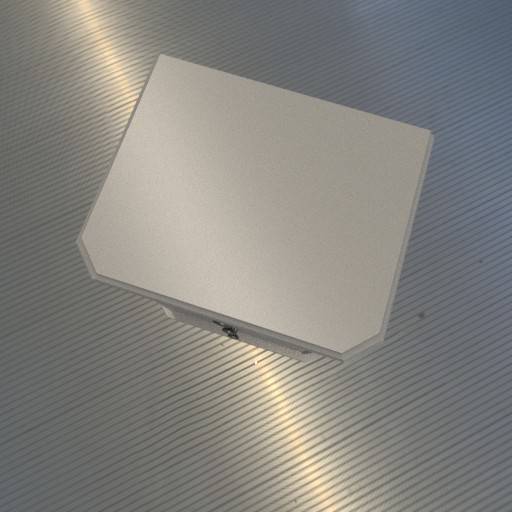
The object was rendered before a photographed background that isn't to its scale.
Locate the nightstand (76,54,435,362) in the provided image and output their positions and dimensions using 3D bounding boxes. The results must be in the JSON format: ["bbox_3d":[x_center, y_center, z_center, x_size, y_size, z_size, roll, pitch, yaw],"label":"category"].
[{"bbox_3d":[0.000,0.000,0.938,0.435,0.680,0.348,17,77,4],"label":"nightstand"}]
